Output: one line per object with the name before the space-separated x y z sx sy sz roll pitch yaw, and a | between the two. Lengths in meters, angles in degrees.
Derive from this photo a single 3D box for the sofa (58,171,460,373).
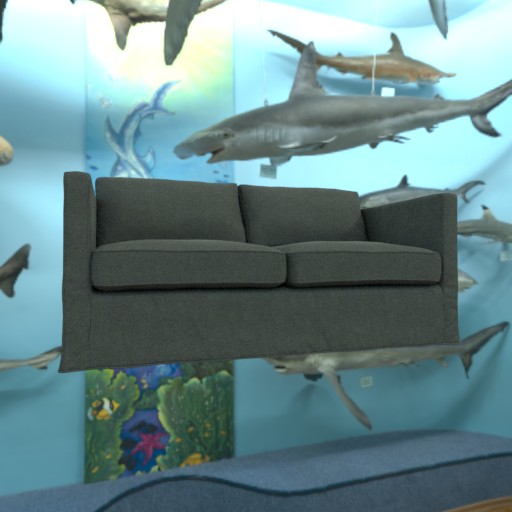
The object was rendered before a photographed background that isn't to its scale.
sofa | 0.000 0.000 2.299 1.802 0.854 0.974 0 -1 -18
